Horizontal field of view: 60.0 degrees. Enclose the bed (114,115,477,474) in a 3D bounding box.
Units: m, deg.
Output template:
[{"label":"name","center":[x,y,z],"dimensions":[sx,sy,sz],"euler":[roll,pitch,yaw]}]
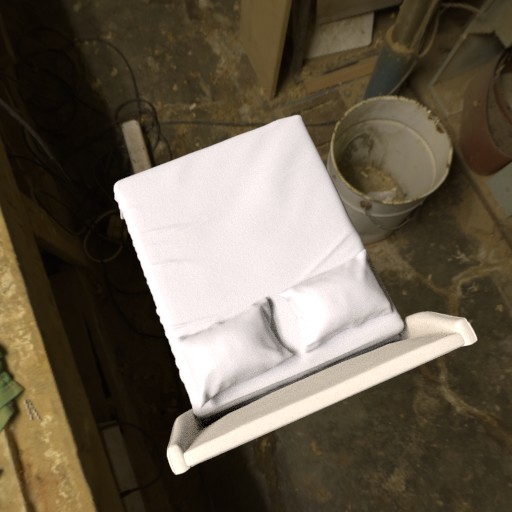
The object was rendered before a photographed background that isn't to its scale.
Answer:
[{"label":"bed","center":[0.000,0.000,3.387],"dimensions":[1.925,1.332,2.276],"euler":[-22,77,-5]}]
